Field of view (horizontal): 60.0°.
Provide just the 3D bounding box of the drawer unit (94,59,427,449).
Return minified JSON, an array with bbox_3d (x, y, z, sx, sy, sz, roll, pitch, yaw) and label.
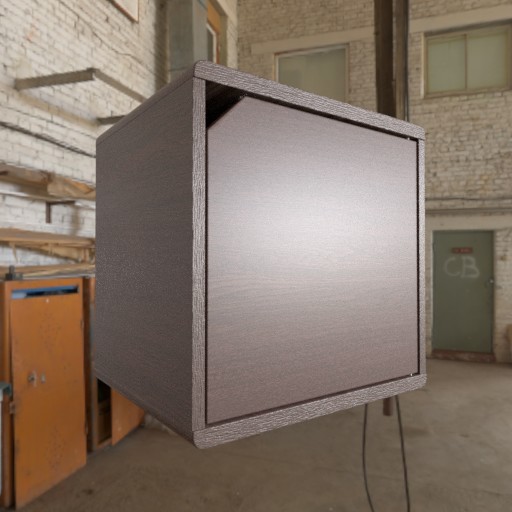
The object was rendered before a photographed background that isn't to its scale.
[{"bbox_3d":[0.000,0.000,0.601,0.344,0.344,0.290,1,-1,-36],"label":"drawer unit"}]
